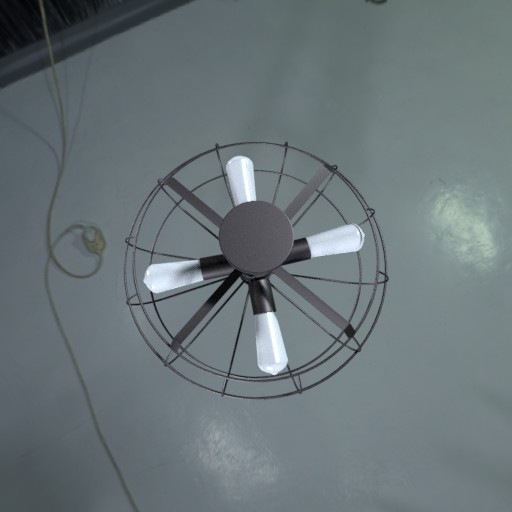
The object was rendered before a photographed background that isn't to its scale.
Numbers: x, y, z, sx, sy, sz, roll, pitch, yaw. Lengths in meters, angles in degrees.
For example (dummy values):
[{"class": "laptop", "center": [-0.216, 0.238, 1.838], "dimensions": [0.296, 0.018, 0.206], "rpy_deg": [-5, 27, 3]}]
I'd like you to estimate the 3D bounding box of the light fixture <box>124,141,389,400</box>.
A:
[{"class": "light fixture", "center": [0.000, 0.000, 0.924], "dimensions": [0.582, 0.311, 0.582], "rpy_deg": [0, 76, 0]}]
